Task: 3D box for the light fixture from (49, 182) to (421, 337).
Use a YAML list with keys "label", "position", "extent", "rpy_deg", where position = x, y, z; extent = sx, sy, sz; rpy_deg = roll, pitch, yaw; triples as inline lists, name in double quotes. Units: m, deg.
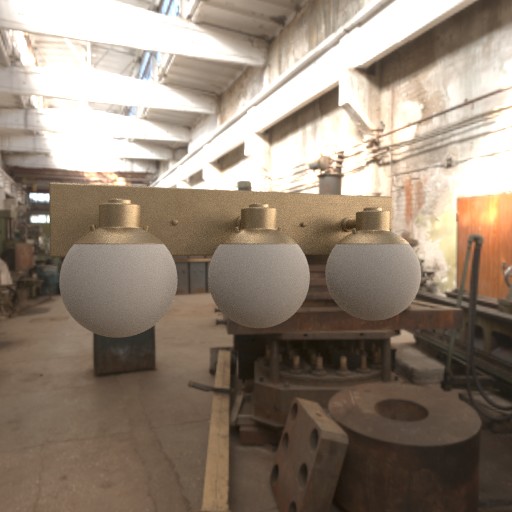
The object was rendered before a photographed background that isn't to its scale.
- label: "light fixture"
  position: [0.000, 0.000, 0.832]
  extent: [0.721, 0.263, 0.218]
  rpy_deg: [-1, 2, -19]
